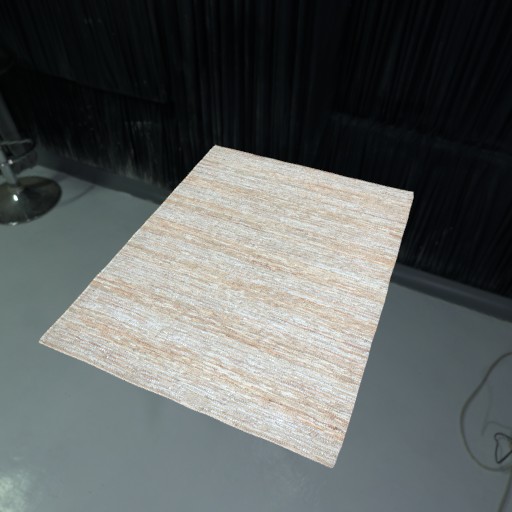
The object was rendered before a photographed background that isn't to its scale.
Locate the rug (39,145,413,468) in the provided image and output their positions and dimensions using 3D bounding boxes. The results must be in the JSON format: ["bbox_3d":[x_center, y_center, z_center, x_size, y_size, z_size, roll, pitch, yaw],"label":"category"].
[{"bbox_3d":[0.000,0.000,3.935,2.313,0.009,2.939,17,49,16],"label":"rug"}]
